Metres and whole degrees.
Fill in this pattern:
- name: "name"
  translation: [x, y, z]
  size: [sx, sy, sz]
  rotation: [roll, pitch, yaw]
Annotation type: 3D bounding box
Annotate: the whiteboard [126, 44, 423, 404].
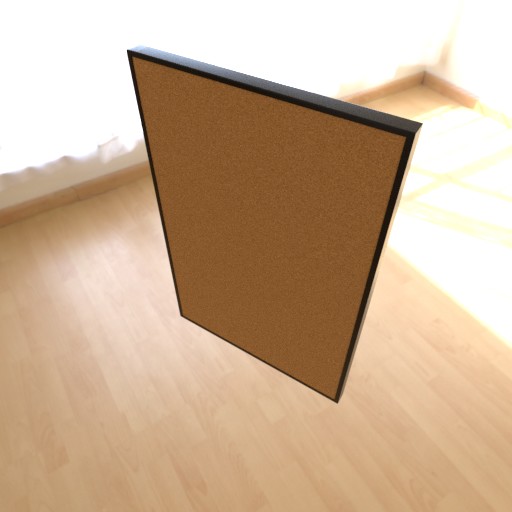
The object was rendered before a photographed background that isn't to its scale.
- name: "whiteboard"
  translation: [0.000, 0.000, 0.757]
  size: [0.406, 0.611, 0.026]
  rotation: [25, 51, 22]
